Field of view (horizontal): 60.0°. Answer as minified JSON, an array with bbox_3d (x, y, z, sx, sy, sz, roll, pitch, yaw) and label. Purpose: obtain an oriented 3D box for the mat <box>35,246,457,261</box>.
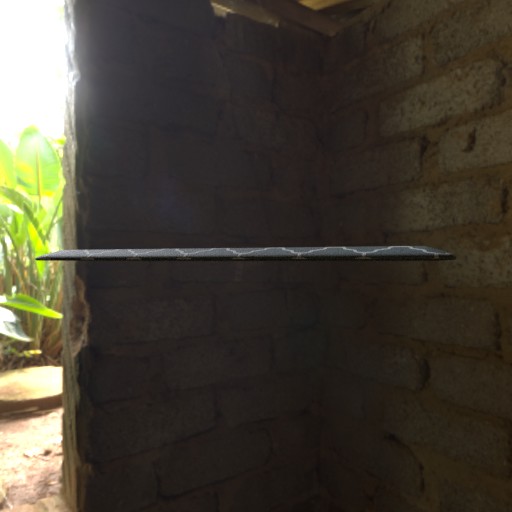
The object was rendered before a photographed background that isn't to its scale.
[{"bbox_3d":[0.000,0.000,0.970,0.762,0.021,0.508,0,-1,19],"label":"mat"}]
